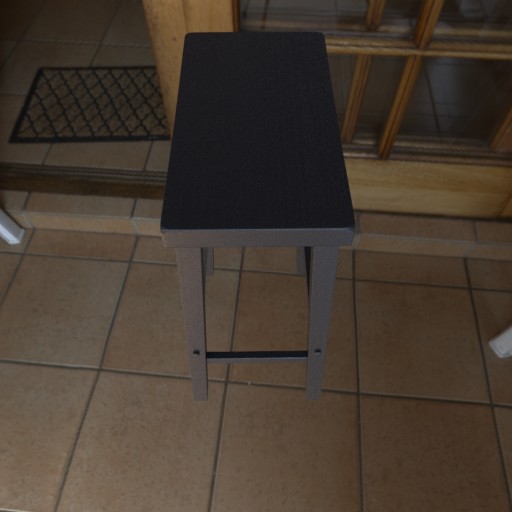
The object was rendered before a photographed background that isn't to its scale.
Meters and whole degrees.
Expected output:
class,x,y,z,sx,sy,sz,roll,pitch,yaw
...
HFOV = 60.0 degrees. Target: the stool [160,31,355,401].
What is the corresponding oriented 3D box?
class,x,y,z,sx,sy,sz,roll,pitch,yaw
stool,0.000,0.000,0.935,0.322,0.742,0.406,-1,57,0
